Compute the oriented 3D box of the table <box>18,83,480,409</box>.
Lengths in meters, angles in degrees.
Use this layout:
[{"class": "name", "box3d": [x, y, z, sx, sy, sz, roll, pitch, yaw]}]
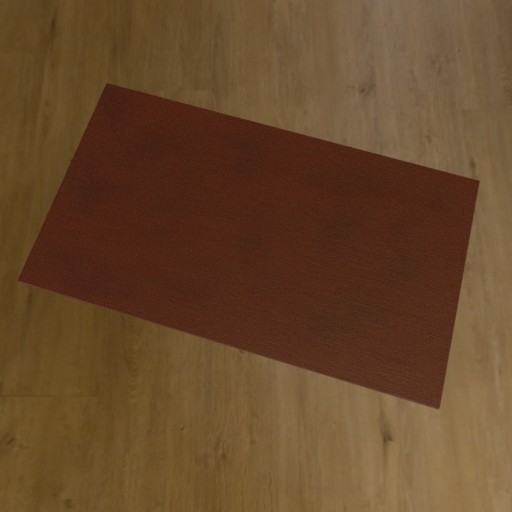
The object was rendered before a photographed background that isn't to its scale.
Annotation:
[{"class": "table", "box3d": [0.000, 0.000, 1.228, 0.943, 0.456, 0.533, 16, 75, 4]}]
